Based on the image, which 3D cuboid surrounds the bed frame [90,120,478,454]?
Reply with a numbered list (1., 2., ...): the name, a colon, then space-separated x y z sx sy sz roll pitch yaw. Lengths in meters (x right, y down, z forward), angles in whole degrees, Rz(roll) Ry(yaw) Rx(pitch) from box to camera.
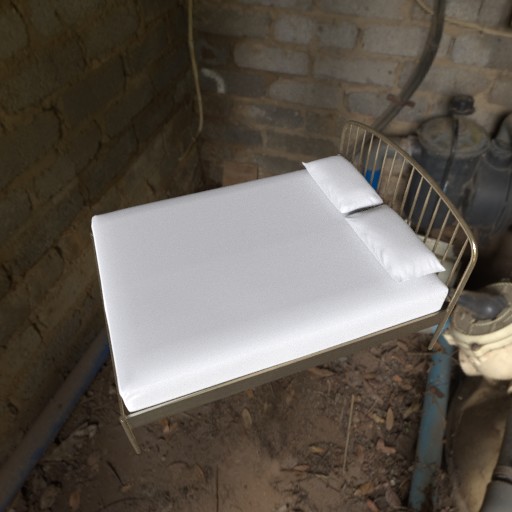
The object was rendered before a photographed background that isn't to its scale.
1. bed frame: 0.000 0.000 3.077 2.152 1.175 1.612 -15 47 -14
